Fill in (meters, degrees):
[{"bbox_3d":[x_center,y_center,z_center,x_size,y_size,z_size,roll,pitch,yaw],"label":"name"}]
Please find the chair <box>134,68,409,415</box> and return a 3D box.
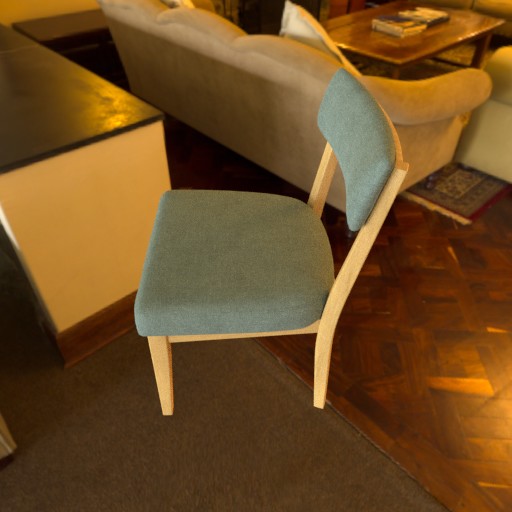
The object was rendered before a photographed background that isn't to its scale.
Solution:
[{"bbox_3d":[0.000,0.000,1.197,0.572,0.832,0.508,-1,41,-1],"label":"chair"}]
